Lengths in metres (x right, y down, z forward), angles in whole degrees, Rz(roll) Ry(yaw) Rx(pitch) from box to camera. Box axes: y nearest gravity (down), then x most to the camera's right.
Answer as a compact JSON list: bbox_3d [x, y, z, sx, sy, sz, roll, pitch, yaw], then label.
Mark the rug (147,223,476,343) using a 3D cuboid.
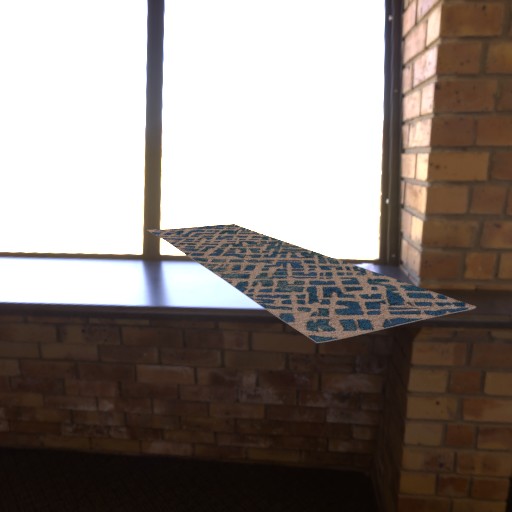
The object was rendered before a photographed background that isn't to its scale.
[{"bbox_3d":[0.000,0.000,2.684,0.768,0.011,2.446,-6,14,-26],"label":"rug"}]
